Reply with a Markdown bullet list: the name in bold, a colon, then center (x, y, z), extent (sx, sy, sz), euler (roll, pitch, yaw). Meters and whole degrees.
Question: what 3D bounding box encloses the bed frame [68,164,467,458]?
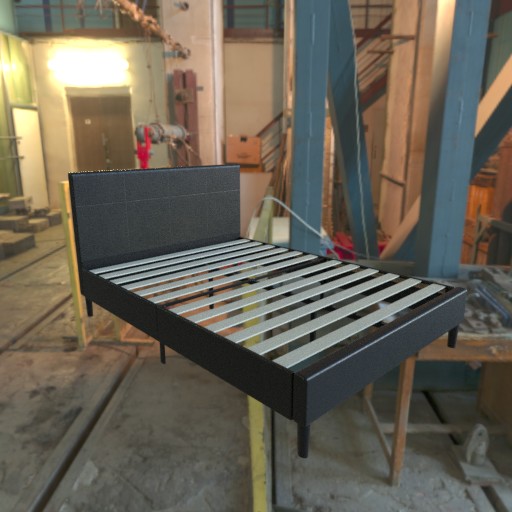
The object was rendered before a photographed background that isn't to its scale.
- **bed frame**: center (0.000, 0.000, 3.136), extent (1.634, 1.127, 2.318), euler (-14, 20, -42)
